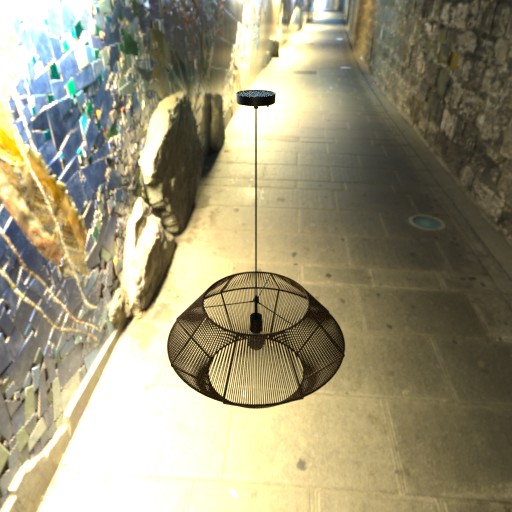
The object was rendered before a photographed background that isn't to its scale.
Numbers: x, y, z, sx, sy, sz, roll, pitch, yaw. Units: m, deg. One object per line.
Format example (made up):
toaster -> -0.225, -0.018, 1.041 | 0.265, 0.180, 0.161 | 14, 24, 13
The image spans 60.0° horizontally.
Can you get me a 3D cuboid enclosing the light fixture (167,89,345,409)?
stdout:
light fixture -> 0.000, 0.000, 1.441 | 0.643, 1.009, 0.643 | 0, 30, 0
